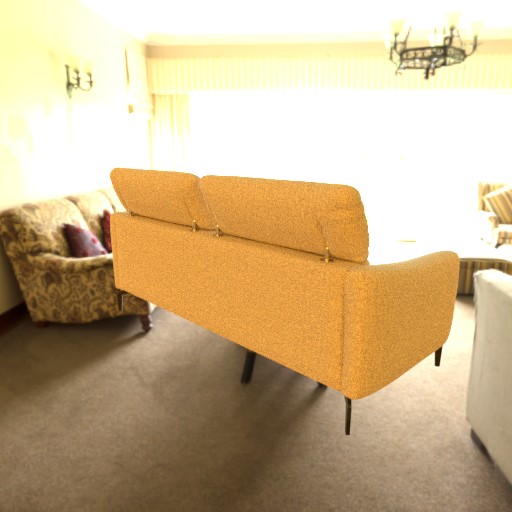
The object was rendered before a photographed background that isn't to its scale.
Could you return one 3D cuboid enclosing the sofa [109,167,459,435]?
[{"bbox_3d":[0.000,0.000,2.509,0.856,0.956,2.015,-13,19,-42],"label":"sofa"}]
